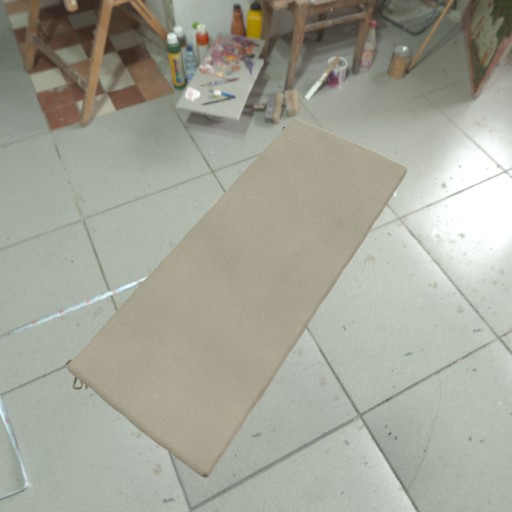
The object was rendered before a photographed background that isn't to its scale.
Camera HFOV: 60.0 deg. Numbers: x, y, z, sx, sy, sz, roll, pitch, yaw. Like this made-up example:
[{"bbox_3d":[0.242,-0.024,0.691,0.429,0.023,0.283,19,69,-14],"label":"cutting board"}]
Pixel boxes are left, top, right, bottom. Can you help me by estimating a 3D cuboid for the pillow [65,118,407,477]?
[{"bbox_3d":[0.000,0.000,1.347,0.492,0.081,1.187,30,63,17],"label":"pillow"}]
